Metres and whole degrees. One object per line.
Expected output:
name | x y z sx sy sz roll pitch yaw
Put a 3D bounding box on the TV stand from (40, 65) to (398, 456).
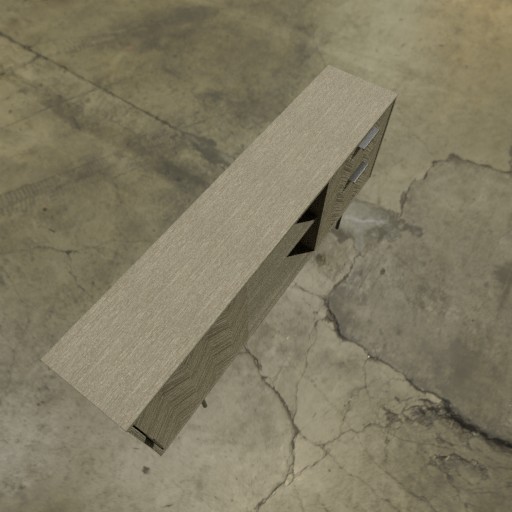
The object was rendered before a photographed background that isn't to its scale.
TV stand | 0.000 0.000 2.064 0.405 0.787 1.804 31 64 17
